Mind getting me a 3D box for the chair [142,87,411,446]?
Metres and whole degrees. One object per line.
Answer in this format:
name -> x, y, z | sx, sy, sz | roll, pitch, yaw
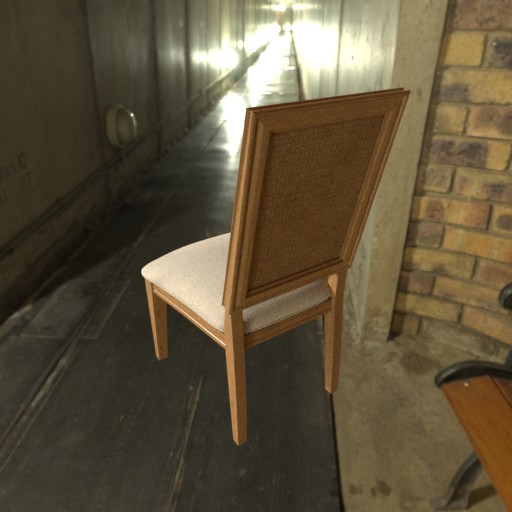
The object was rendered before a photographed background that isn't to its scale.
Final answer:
chair -> 0.000, 0.000, 1.325 | 0.536, 0.988, 0.601 | -18, 34, -29
